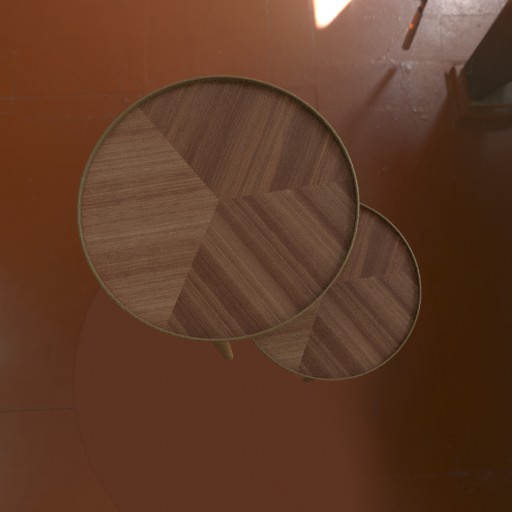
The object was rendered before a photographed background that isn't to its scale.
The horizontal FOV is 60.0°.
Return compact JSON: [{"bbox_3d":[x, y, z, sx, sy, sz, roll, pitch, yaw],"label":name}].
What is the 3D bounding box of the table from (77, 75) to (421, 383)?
[{"bbox_3d":[0.000,0.000,1.094,0.751,0.555,0.532,31,78,7],"label":"table"}]
